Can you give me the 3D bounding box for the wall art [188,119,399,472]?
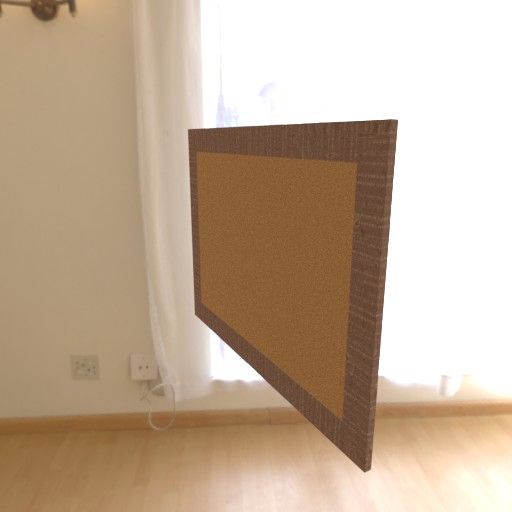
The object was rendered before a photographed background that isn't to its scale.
[{"bbox_3d":[0.000,0.000,1.350,0.020,0.761,1.056,-8,17,-28],"label":"wall art"}]
